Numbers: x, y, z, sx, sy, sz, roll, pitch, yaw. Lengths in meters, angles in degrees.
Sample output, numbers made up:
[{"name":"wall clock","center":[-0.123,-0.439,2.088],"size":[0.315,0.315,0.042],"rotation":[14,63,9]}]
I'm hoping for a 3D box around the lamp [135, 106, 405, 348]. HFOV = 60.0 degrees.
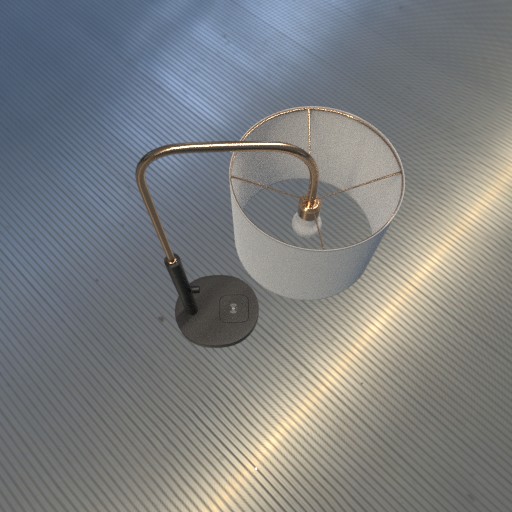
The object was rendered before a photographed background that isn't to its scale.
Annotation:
[{"name":"lamp","center":[0.000,0.000,0.699],"size":[0.337,0.540,0.199],"rotation":[-2,64,-1]}]
